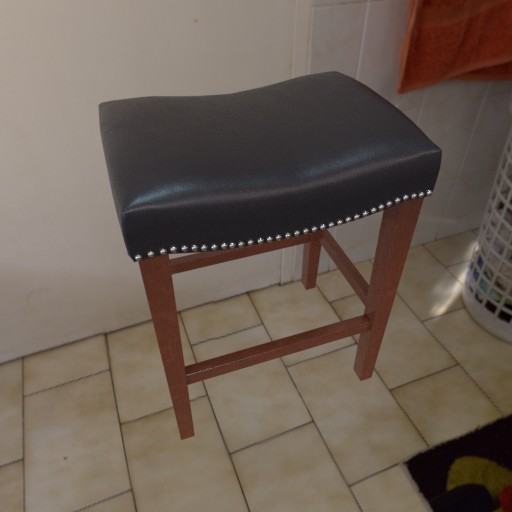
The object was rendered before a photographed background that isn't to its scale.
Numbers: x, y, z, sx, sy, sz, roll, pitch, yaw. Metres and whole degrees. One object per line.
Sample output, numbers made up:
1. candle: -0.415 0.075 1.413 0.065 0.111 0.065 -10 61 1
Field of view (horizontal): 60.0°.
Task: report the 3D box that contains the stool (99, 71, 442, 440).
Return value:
1. stool: 0.000 0.000 0.950 0.504 0.654 0.372 -13 44 -14
